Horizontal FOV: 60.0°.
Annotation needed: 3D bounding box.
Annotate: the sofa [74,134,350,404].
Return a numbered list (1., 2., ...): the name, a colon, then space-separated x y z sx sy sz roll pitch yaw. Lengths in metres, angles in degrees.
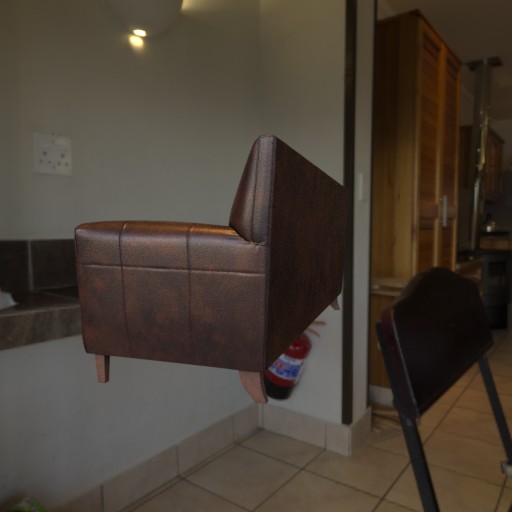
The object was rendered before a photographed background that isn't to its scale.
1. sofa: 0.000 0.000 2.428 0.786 0.871 1.995 1 4 18
